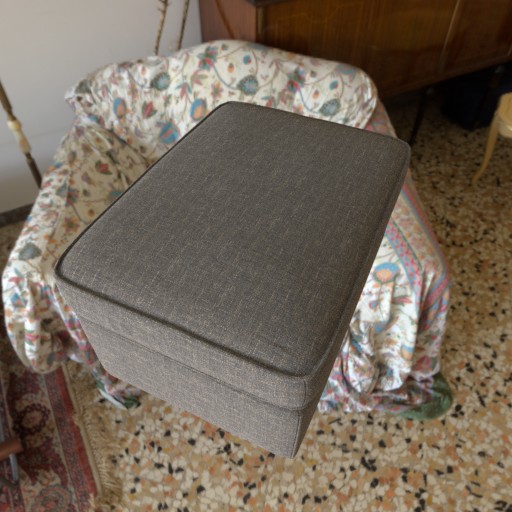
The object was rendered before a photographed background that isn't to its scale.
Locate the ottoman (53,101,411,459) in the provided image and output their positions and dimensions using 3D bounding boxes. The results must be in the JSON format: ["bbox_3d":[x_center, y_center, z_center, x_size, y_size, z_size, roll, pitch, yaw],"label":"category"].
[{"bbox_3d":[0.000,0.000,1.096,0.549,0.450,0.749,19,50,17],"label":"ottoman"}]
